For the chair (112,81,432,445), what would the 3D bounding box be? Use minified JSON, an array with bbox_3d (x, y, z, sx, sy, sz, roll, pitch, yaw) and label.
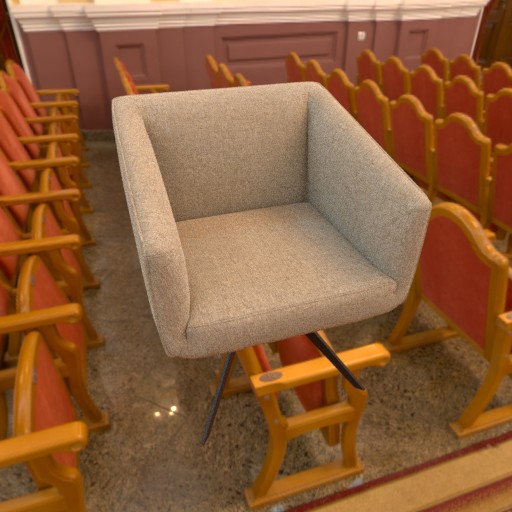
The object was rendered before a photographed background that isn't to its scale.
[{"bbox_3d":[0.000,0.000,1.226,0.628,0.760,0.623,-11,35,-16],"label":"chair"}]
